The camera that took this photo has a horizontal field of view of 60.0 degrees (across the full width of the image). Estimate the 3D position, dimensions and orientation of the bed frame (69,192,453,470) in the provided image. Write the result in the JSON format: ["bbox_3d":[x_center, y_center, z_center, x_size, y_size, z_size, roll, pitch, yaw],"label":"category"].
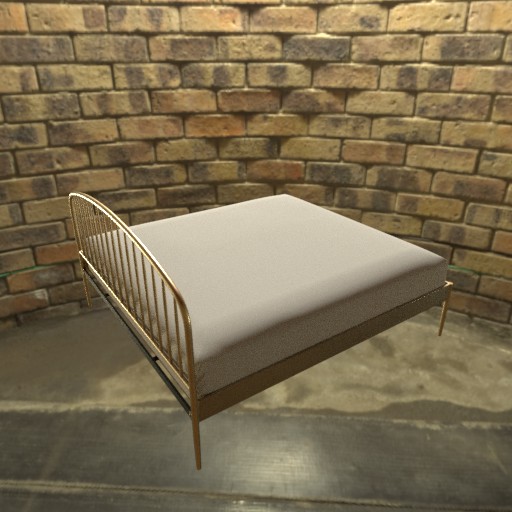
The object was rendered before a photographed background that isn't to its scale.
[{"bbox_3d":[0.000,0.000,3.405,2.152,1.174,2.016,-17,30,-31],"label":"bed frame"}]
